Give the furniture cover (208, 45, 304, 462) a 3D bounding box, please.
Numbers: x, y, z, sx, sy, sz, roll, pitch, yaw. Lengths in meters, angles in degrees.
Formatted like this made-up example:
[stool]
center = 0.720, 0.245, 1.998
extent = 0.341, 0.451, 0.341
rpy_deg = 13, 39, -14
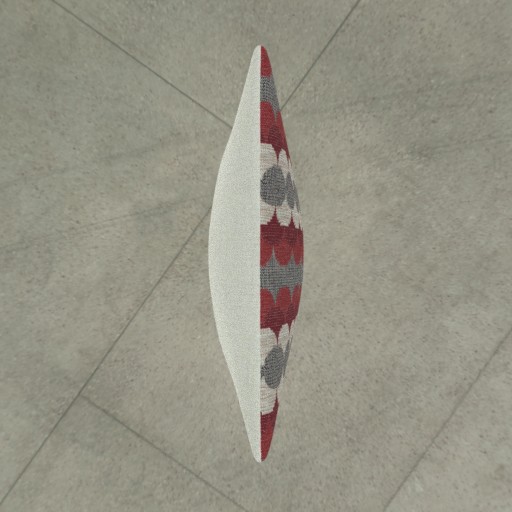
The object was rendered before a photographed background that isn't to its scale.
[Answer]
[furniture cover]
center = 0.000, 0.000, 0.653
extent = 0.145, 0.420, 0.435
rpy_deg = 0, 90, -1
